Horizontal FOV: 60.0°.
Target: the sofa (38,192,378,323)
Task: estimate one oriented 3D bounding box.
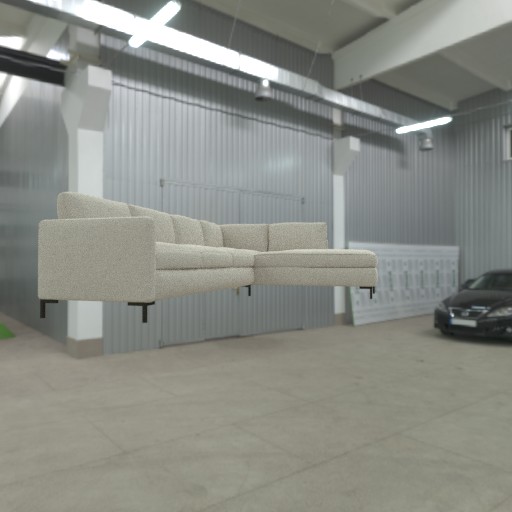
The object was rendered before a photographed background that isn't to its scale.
[{"bbox_3d":[0.000,0.000,3.877,2.007,0.815,2.949,0,-1,17],"label":"sofa"}]
